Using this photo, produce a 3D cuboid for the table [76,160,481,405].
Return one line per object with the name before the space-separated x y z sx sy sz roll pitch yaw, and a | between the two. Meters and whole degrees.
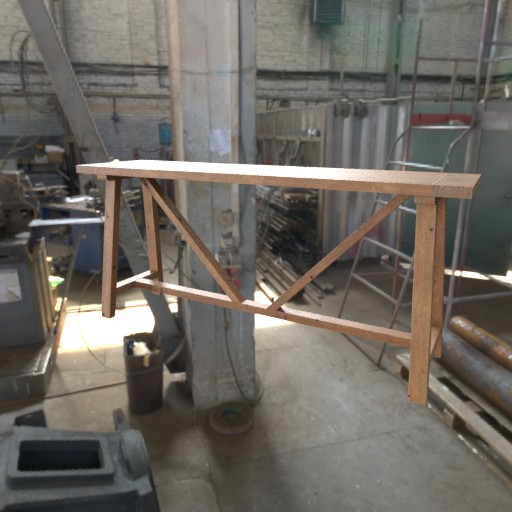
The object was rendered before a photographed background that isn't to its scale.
table | 0.000 0.000 2.103 1.800 0.810 0.465 9 18 28
